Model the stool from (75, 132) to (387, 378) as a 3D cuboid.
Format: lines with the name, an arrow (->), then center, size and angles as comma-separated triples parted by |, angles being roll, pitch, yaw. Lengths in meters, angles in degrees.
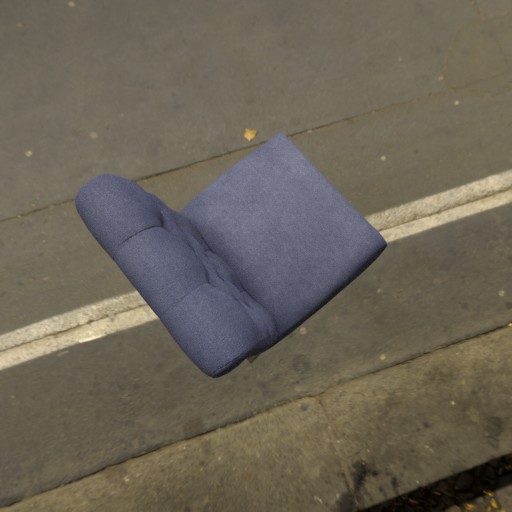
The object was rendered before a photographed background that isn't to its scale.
stool -> 0.000, 0.000, 1.345 | 0.601, 1.010, 0.493 | -39, 78, -10
